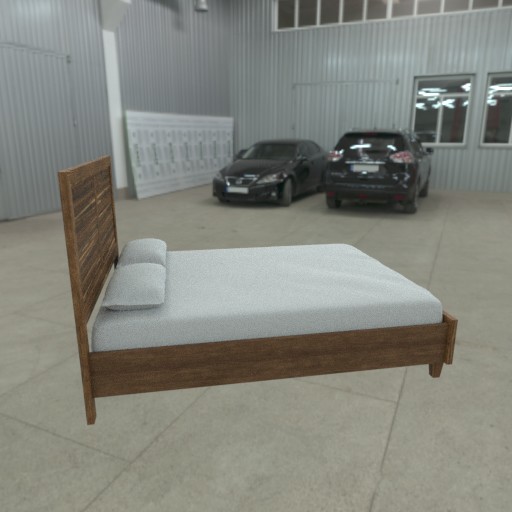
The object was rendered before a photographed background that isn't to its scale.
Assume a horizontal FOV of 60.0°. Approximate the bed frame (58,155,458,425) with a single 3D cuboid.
[{"bbox_3d":[0.000,0.000,3.332,2.276,1.417,1.696,-3,16,-10],"label":"bed frame"}]
